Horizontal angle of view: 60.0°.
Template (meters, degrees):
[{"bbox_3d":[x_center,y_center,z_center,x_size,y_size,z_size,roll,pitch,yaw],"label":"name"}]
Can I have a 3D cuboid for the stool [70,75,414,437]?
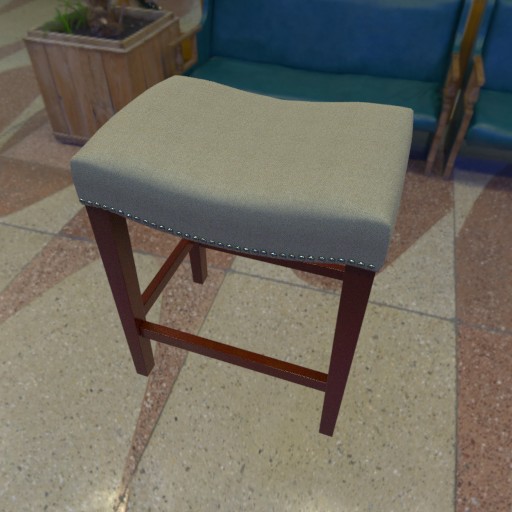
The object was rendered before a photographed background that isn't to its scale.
[{"bbox_3d":[0.000,0.000,0.951,0.509,0.632,0.375,13,45,14],"label":"stool"}]
